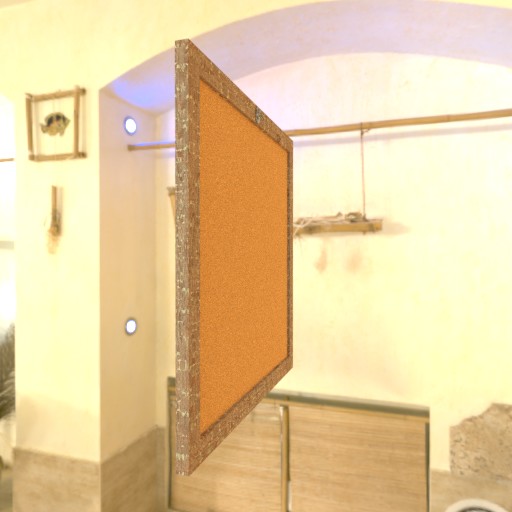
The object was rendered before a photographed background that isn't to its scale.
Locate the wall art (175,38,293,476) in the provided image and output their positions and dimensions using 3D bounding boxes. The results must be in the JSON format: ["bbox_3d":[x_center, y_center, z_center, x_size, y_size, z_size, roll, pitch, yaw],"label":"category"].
[{"bbox_3d":[0.000,0.000,0.565,0.022,0.380,0.380,0,1,19],"label":"wall art"}]
